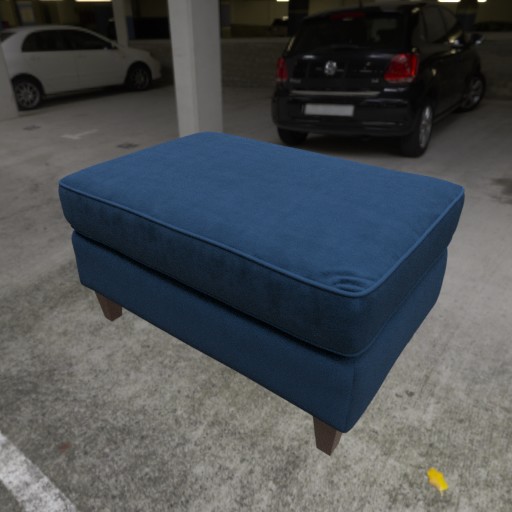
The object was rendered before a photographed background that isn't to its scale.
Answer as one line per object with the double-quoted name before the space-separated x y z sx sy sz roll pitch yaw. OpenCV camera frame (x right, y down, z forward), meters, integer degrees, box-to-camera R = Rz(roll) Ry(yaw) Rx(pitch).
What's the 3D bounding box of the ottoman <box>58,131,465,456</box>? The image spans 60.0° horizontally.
"ottoman" 0.000 0.000 1.177 0.862 0.484 0.583 21 37 32
